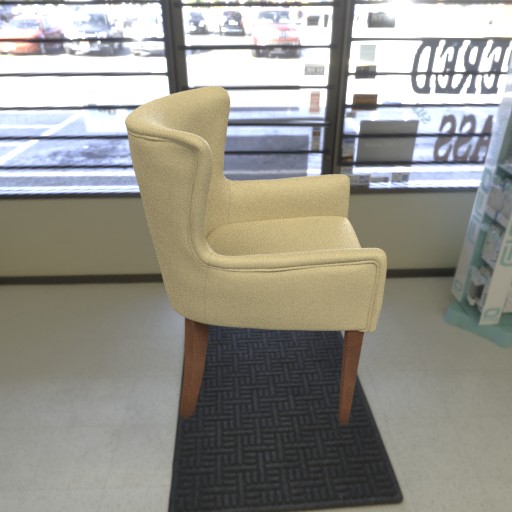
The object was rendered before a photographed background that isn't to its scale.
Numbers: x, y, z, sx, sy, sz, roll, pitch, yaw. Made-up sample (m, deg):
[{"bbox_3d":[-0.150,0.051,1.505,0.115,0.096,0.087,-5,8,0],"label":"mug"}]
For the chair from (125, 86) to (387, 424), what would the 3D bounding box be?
[{"bbox_3d":[0.000,0.000,1.441,0.686,0.952,0.660,1,30,1],"label":"chair"}]
